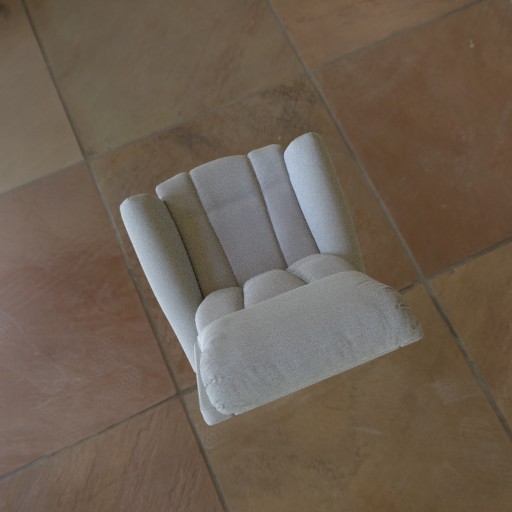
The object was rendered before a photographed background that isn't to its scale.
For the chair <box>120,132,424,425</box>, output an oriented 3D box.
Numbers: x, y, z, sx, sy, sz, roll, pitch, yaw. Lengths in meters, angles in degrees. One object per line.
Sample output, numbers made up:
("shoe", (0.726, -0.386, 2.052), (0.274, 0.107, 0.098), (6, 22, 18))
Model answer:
("chair", (0.000, 0.000, 1.722), (0.871, 1.031, 0.979), (-21, 77, -5))
